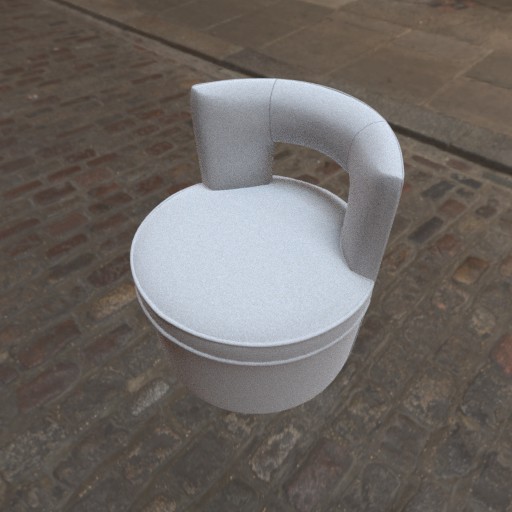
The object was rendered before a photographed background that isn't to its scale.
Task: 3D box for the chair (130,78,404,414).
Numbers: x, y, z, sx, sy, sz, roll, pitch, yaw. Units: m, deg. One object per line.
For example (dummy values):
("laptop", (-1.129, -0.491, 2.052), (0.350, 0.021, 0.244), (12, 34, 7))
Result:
("chair", (0.000, 0.000, 1.214), (0.650, 0.723, 0.665), (32, 54, 28))
